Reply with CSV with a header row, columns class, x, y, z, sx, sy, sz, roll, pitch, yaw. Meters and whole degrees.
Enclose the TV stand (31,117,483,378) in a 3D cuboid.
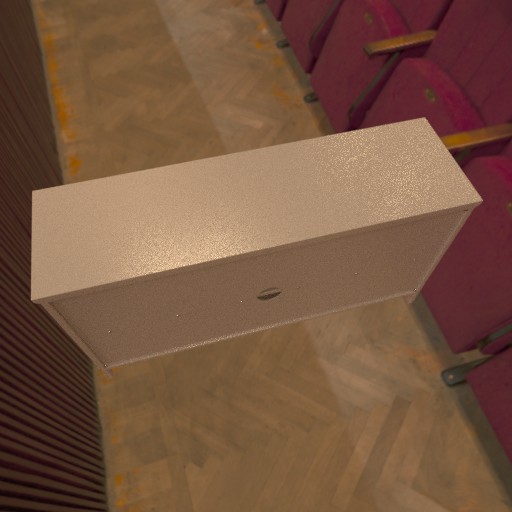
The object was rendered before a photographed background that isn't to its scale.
class,x,y,z,sx,sy,sz,roll,pitch,yaw
TV stand,0.000,0.000,1.449,1.167,0.603,0.344,-13,58,-8
